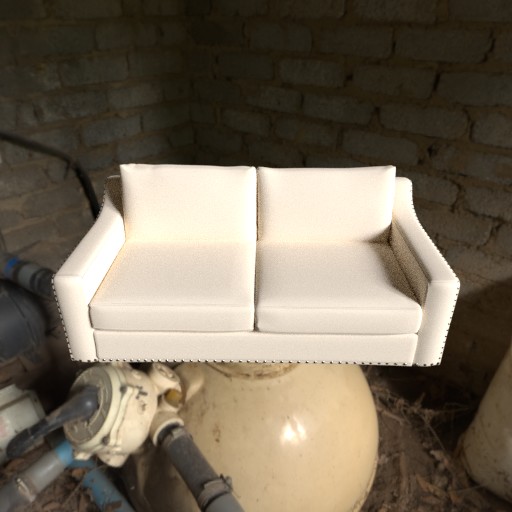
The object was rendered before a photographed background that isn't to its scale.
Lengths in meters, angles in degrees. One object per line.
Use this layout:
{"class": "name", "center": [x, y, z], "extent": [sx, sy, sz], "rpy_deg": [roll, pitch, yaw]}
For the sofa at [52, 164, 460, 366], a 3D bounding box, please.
{"class": "sofa", "center": [0.000, 0.000, 2.381], "extent": [1.812, 0.830, 0.949], "rpy_deg": [0, 30, 1]}
